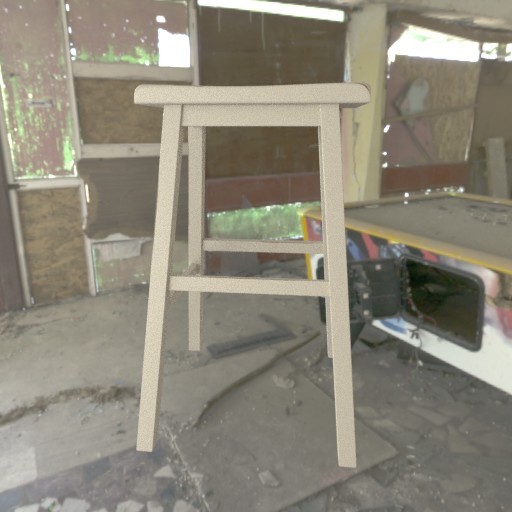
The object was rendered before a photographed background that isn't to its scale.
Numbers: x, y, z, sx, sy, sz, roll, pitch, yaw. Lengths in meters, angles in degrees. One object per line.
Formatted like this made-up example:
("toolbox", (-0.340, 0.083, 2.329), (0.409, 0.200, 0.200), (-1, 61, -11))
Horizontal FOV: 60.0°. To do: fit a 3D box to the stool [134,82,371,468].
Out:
("stool", (0.000, 0.000, 1.038), (0.457, 0.737, 0.476), (2, 16, 6))
